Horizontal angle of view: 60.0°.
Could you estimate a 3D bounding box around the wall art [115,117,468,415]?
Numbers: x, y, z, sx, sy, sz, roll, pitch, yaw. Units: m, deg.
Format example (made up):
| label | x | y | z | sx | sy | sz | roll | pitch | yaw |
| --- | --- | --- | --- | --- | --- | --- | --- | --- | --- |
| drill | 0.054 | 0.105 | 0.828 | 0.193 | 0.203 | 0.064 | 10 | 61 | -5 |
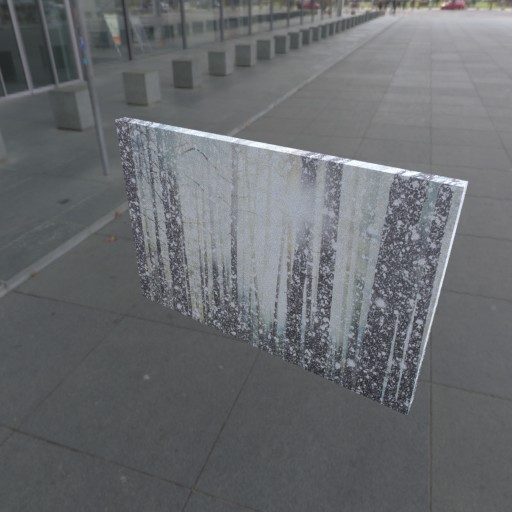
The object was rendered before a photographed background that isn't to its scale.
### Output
| label | x | y | z | sx | sy | sz | roll | pitch | yaw |
| --- | --- | --- | --- | --- | --- | --- | --- | --- | --- |
| wall art | 0.000 | 0.000 | 1.177 | 0.919 | 0.598 | 0.038 | 19 | 35 | 29 |
